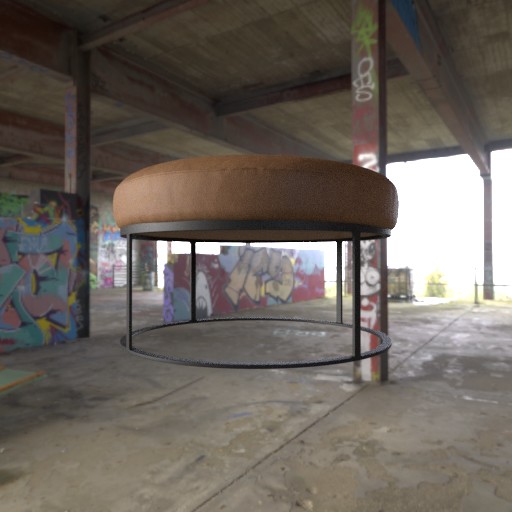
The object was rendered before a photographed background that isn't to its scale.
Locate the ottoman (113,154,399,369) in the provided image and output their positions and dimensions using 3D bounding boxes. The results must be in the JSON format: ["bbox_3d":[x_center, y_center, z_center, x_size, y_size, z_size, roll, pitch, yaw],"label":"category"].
[{"bbox_3d":[0.000,0.000,1.257,0.771,0.460,0.771,0,0,0],"label":"ottoman"}]
